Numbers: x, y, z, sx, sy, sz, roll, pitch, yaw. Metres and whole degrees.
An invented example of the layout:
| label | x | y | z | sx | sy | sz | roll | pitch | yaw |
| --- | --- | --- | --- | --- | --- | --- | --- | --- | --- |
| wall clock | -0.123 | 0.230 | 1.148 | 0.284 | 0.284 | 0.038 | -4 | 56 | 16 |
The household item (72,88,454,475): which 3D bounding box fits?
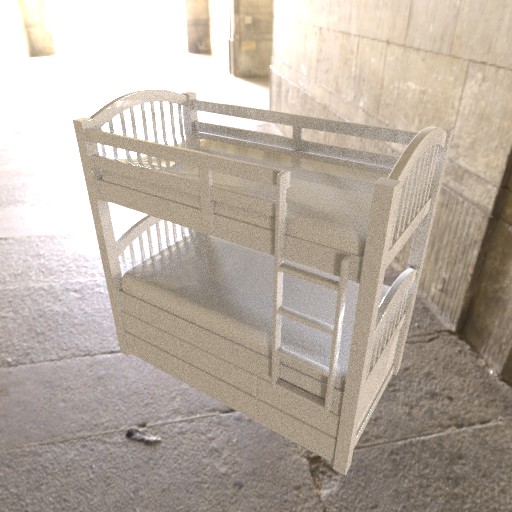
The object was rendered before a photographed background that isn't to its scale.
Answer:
| label | x | y | z | sx | sy | sz | roll | pitch | yaw |
| --- | --- | --- | --- | --- | --- | --- | --- | --- | --- |
| household item | 0.000 | 0.000 | 3.130 | 2.032 | 2.032 | 1.143 | 18 | 35 | 28 |
